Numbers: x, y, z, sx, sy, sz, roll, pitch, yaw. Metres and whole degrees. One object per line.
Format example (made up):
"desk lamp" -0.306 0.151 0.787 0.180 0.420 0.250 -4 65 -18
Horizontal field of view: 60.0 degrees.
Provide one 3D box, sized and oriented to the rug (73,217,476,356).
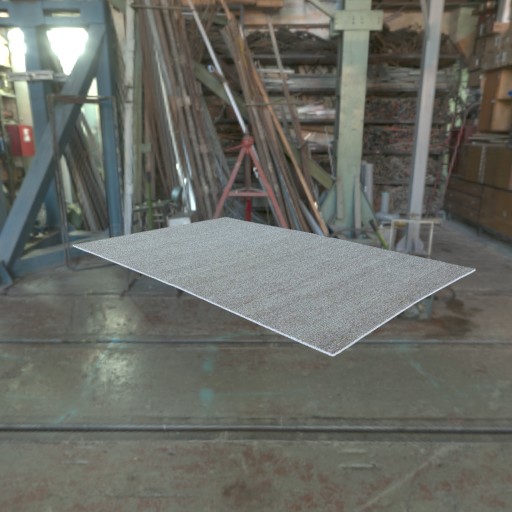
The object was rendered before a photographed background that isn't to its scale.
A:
"rug" 0.000 0.000 2.294 1.154 0.021 1.792 -16 22 -43
